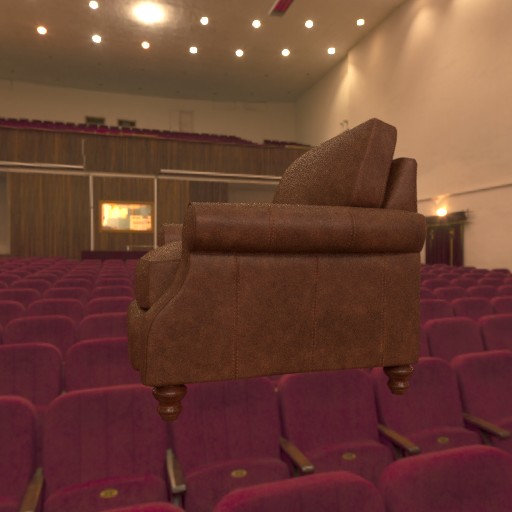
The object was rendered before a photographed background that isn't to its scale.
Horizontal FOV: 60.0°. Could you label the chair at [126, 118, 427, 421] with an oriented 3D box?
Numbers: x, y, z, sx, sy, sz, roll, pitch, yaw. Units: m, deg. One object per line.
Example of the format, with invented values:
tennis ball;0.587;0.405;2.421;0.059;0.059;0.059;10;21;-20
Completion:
chair;0.000;0.000;1.783;1.002;0.976;0.996;0;0;-18
